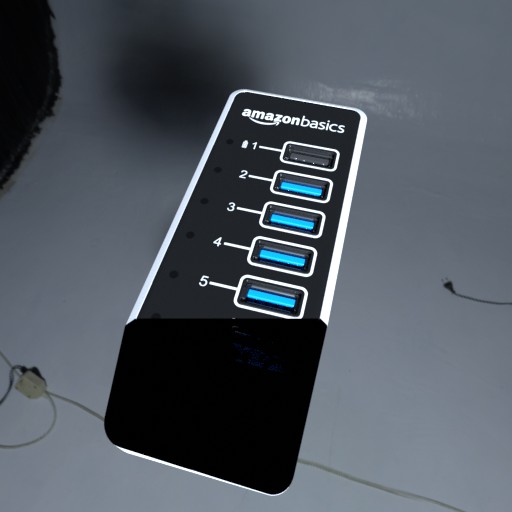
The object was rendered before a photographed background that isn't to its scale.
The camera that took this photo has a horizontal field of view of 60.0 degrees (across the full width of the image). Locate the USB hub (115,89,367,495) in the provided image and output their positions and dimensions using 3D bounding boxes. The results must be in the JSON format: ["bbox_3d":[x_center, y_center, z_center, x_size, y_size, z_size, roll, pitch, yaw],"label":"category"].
[{"bbox_3d":[0.000,0.000,0.123,0.044,0.023,0.110,13,58,8],"label":"USB hub"}]
